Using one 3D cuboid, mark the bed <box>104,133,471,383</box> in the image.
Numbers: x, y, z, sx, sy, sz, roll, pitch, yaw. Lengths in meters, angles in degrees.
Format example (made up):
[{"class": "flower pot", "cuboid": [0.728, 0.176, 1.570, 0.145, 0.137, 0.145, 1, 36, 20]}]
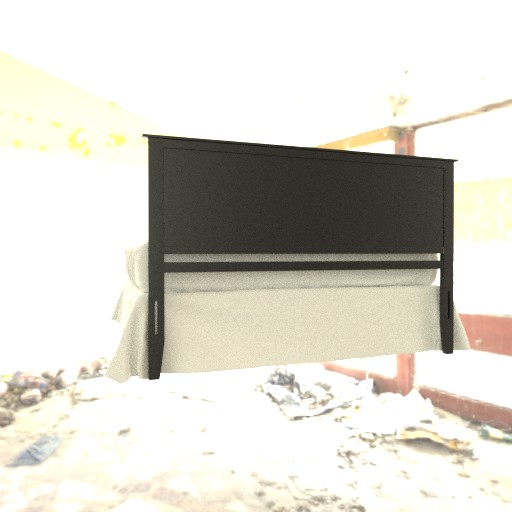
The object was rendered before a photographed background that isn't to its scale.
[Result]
[{"class": "bed", "cuboid": [0.000, 0.000, 3.612, 2.315, 1.271, 2.219, 0, 0, -18]}]
